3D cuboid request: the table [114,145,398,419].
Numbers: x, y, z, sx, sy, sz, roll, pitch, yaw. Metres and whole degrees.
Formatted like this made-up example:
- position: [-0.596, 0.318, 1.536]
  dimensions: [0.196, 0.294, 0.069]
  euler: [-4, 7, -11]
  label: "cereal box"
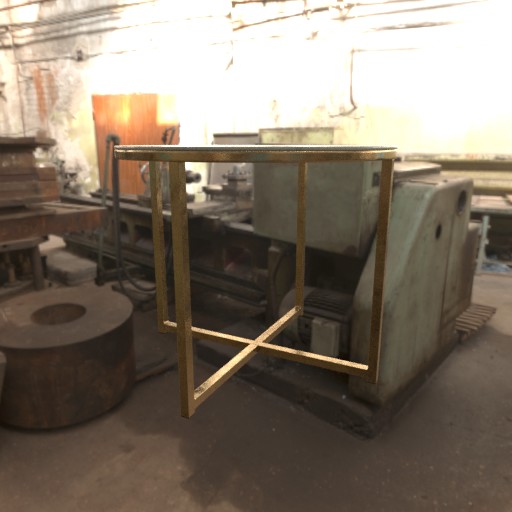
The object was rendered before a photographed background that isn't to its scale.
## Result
- position: [0.000, 0.000, 0.869]
  dimensions: [0.500, 0.420, 0.500]
  euler: [0, 14, 0]
  label: "table"
